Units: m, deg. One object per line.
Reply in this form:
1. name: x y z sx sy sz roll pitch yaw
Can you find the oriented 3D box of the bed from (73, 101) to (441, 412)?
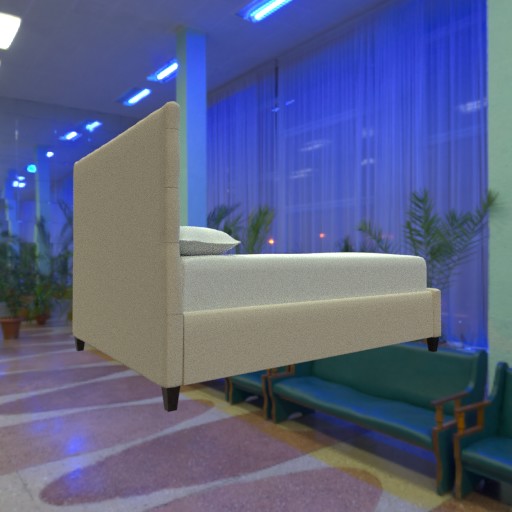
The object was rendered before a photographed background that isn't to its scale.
1. bed: 0.000 0.000 3.332 2.233 1.426 1.696 0 0 -36
